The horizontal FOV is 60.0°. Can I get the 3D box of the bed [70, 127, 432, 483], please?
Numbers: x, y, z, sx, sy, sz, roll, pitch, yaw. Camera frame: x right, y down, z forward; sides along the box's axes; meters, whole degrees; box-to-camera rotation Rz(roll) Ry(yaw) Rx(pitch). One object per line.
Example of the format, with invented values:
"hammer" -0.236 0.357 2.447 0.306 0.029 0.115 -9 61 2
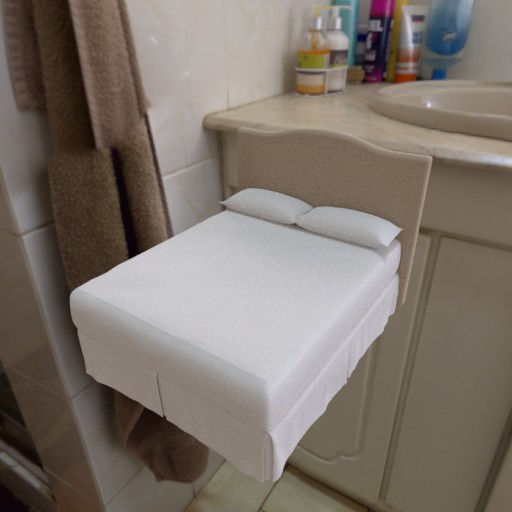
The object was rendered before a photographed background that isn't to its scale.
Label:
"bed" 0.000 0.000 3.114 1.678 1.398 2.052 18 33 30
